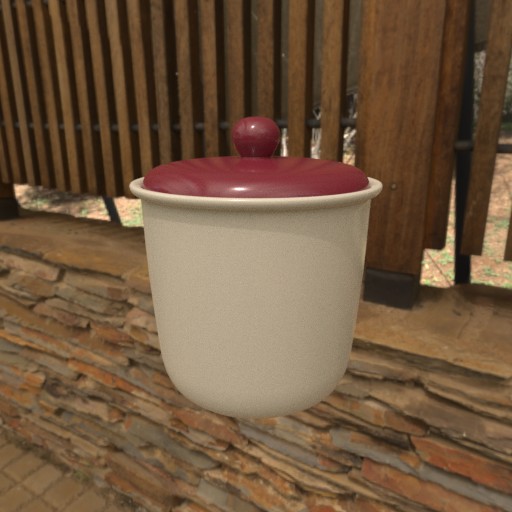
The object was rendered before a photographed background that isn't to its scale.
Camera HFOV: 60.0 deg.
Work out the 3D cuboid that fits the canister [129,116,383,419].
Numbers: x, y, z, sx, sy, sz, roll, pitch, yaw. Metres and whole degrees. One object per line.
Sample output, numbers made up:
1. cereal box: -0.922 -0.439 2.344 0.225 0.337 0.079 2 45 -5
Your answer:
1. canister: 0.000 0.000 0.346 0.182 0.208 0.182 0 16 0
